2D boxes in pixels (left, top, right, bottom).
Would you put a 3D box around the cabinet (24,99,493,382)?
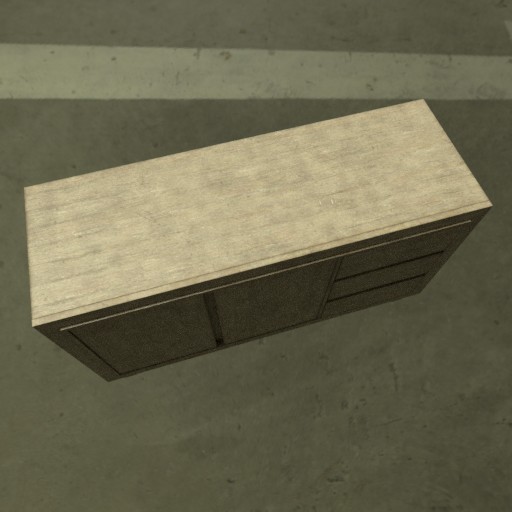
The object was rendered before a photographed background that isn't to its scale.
[{"bbox_3d":[0.000,0.000,1.820,1.460,0.825,0.511,-15,63,-8],"label":"cabinet"}]
